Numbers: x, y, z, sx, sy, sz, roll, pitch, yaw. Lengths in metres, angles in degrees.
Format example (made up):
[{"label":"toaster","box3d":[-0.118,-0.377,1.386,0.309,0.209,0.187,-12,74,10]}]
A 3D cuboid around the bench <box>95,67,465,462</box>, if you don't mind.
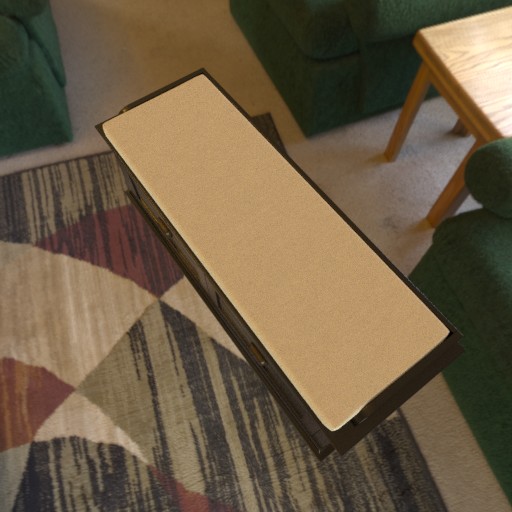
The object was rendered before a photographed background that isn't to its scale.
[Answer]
[{"label":"bench","box3d":[0.000,0.000,1.422,0.402,0.501,1.185,-33,68,-15]}]
